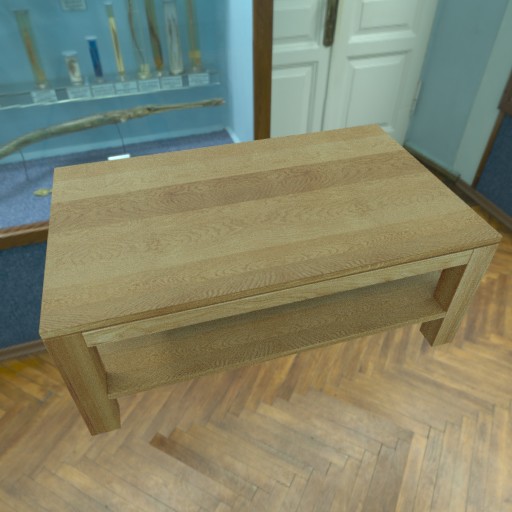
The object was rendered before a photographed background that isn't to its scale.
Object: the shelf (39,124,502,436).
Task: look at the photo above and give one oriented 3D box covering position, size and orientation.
[{"bbox_3d":[0.000,0.000,1.447,1.150,0.450,0.700,-11,43,-12],"label":"shelf"}]
